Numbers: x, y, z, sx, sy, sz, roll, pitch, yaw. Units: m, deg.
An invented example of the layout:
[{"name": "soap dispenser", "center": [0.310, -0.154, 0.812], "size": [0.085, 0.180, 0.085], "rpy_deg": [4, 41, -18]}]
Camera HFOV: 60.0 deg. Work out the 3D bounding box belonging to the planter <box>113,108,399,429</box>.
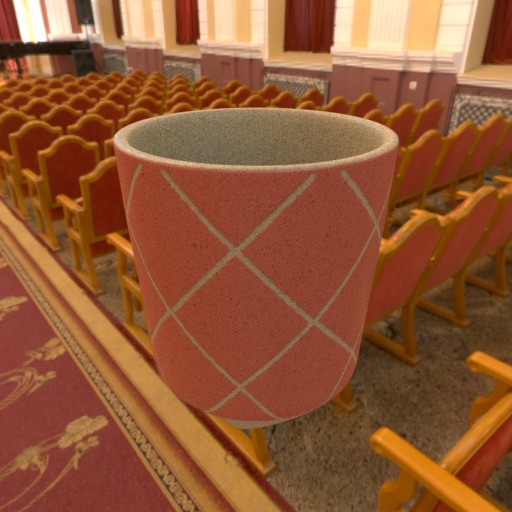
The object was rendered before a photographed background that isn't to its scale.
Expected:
[{"name": "planter", "center": [0.000, 0.000, 0.419], "size": [0.227, 0.235, 0.227], "rpy_deg": [0, 27, 0]}]
